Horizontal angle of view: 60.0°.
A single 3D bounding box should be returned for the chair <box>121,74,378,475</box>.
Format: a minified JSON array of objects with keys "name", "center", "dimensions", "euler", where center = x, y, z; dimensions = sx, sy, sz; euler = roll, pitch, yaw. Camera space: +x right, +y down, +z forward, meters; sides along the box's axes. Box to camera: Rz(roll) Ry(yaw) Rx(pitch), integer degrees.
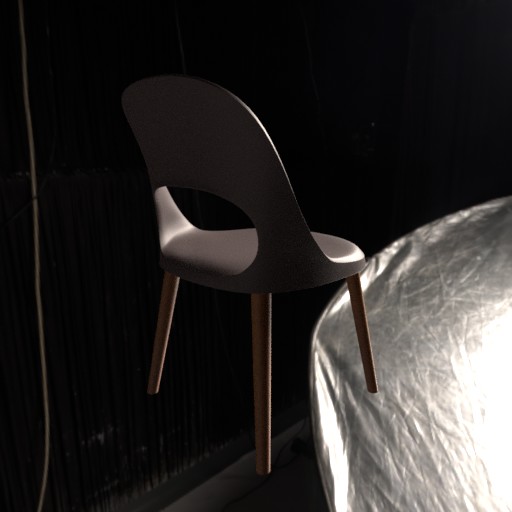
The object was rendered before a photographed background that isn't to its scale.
[{"name":"chair","center":[0.000,0.000,1.118],"dimensions":[0.556,0.794,0.470],"euler":[-13,19,-43]}]
